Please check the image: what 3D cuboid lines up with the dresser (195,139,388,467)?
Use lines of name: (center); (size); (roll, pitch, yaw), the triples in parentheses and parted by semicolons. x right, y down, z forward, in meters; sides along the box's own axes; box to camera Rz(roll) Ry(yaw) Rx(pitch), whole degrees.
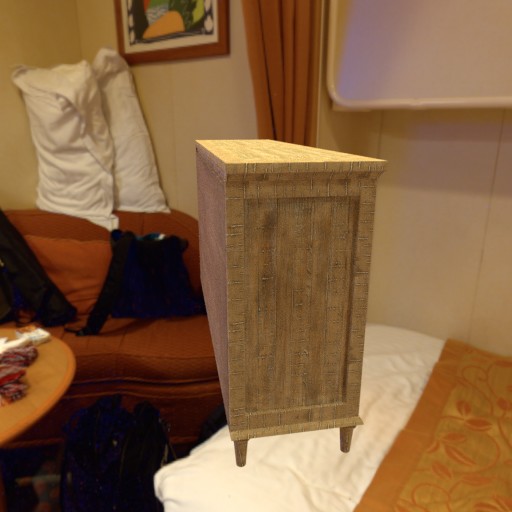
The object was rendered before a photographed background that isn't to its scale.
dresser: (0.000, 0.000, 2.119); (0.457, 1.016, 1.626); (-3, 17, -10)
